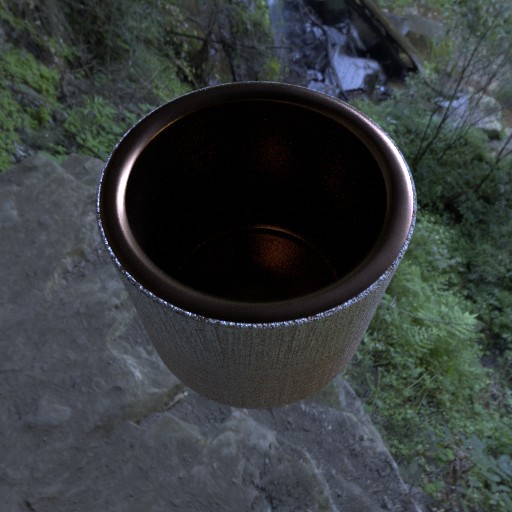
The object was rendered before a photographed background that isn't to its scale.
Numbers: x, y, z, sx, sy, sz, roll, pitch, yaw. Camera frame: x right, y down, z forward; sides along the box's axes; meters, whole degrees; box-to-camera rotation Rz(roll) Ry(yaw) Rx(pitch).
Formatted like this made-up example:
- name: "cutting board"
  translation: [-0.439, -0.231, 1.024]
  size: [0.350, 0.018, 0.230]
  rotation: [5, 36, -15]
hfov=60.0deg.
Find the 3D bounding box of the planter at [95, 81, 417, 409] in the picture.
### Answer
- name: "planter"
  translation: [0.000, 0.000, 0.189]
  size: [0.109, 0.096, 0.109]
  rotation: [0, 58, 0]
